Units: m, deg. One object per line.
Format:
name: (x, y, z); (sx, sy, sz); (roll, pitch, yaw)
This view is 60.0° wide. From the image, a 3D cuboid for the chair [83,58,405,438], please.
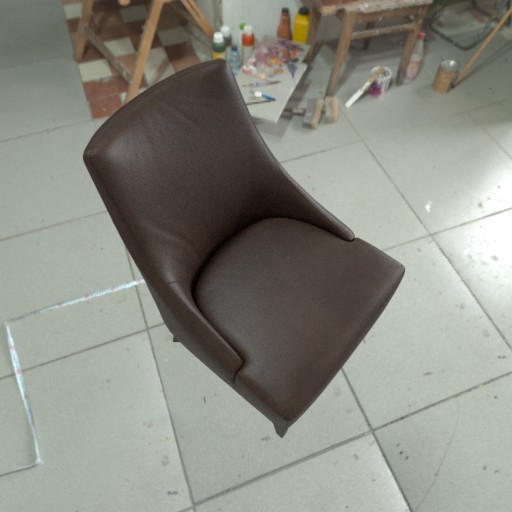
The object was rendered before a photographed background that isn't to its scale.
chair: (0.000, 0.000, 1.499); (0.861, 0.909, 0.701); (35, 64, 20)
